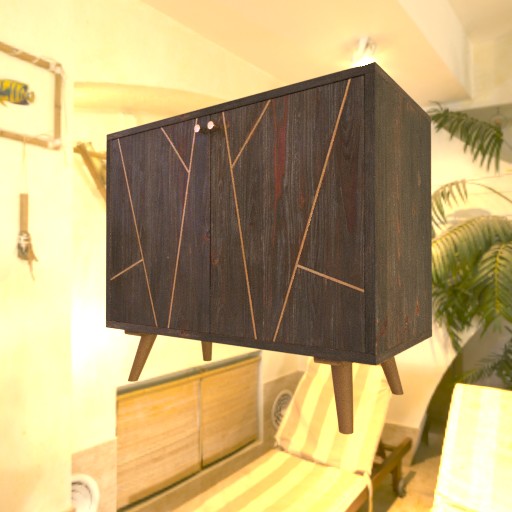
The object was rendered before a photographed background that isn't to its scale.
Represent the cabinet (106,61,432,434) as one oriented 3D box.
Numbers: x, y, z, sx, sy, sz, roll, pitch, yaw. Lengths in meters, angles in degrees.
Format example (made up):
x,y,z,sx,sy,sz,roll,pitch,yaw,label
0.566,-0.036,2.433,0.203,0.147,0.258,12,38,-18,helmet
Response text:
x,y,z,sx,sy,sz,roll,pitch,yaw,label
0.000,0.000,1.517,1.023,0.897,0.529,-1,-1,36,cabinet
